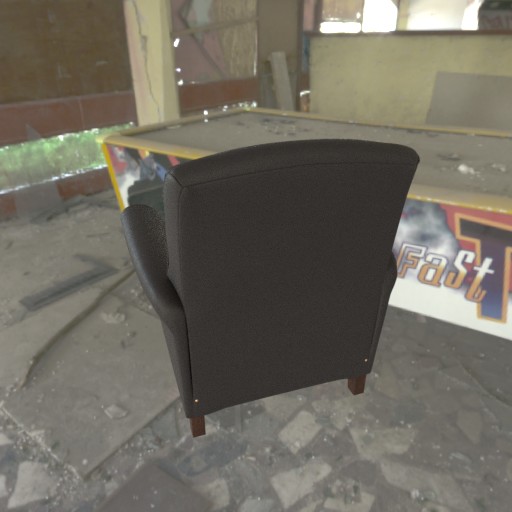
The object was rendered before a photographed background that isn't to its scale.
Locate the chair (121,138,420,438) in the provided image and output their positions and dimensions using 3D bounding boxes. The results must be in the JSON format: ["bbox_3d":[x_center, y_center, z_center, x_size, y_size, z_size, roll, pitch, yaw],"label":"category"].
[{"bbox_3d":[0.000,0.000,1.770,0.978,1.061,0.902,-8,27,-17],"label":"chair"}]
